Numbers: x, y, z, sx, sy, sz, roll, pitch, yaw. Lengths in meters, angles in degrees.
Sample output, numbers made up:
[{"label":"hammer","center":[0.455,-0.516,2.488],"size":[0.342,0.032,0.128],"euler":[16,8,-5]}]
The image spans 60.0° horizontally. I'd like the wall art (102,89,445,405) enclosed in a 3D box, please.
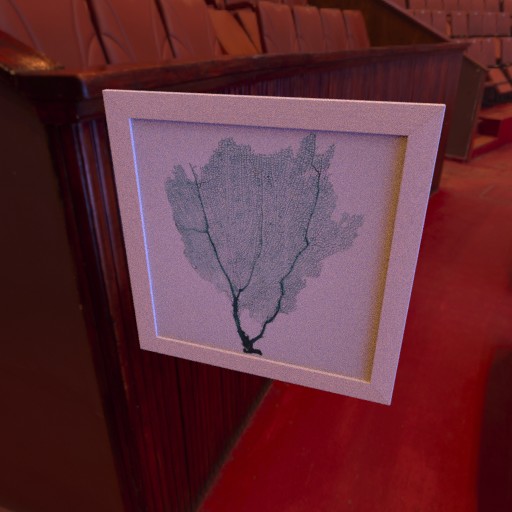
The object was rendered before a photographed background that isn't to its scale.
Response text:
[{"label":"wall art","center":[0.000,0.000,0.846],"size":[0.572,0.577,0.015],"euler":[8,28,16]}]
